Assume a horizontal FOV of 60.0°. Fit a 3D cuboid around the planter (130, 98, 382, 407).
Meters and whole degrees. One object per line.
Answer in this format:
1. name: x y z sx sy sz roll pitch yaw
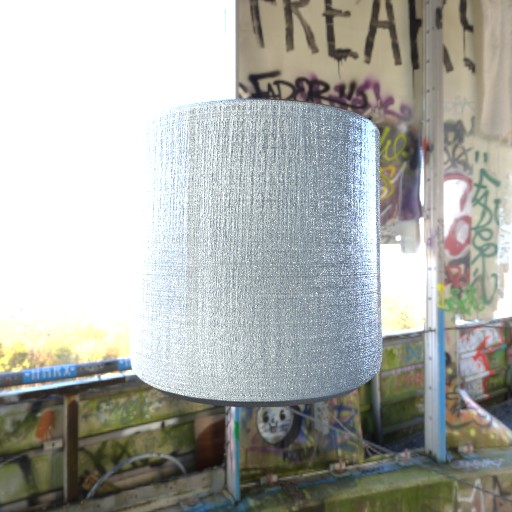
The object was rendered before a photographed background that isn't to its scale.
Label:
1. planter: 0.000 0.000 0.292 0.160 0.156 0.160 0 0 0
